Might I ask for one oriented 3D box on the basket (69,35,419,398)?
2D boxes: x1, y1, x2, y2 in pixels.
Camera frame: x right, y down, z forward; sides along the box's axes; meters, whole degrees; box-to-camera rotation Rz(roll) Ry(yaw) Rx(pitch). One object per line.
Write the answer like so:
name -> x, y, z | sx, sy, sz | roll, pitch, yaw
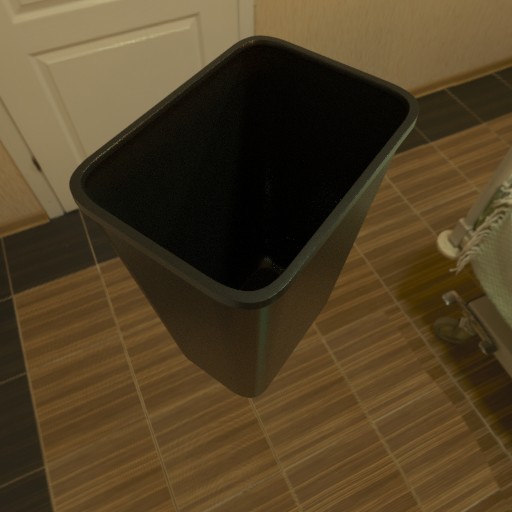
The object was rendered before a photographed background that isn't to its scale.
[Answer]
basket -> 0.000, 0.000, 0.756 | 0.287, 0.521, 0.394 | 31, 62, 19
